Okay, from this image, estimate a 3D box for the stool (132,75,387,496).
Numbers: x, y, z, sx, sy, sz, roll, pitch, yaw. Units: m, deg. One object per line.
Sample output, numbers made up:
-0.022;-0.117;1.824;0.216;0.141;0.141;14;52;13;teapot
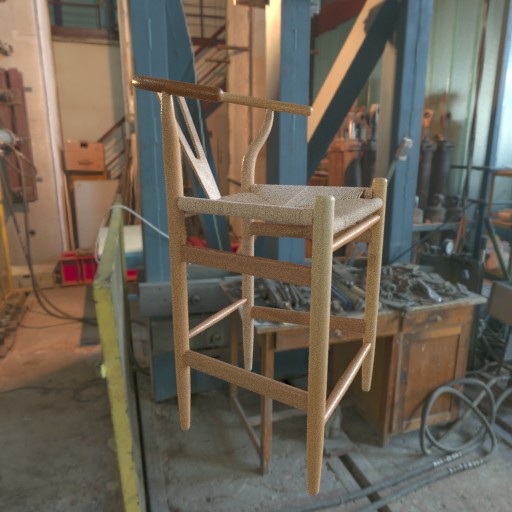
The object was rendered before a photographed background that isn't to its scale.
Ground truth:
0.000;0.000;1.206;0.575;0.923;0.536;7;16;26;stool
